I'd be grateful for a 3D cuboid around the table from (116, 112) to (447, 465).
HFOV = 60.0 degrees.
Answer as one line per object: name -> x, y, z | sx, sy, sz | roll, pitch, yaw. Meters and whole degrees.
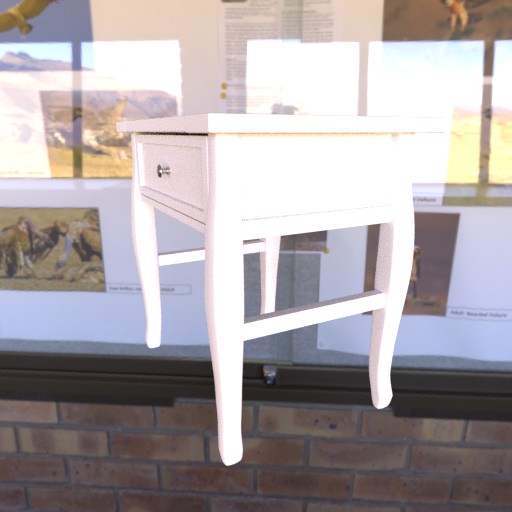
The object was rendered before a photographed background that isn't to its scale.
table -> 0.000, 0.000, 1.025 | 0.463, 0.605, 0.599 | -8, 18, -27
